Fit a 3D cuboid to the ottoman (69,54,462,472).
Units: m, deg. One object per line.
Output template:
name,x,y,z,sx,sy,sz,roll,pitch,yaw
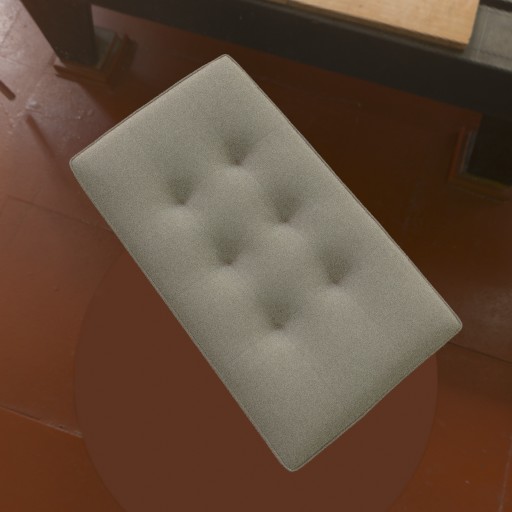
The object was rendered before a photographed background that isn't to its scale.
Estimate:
ottoman,0.000,0.000,1.499,0.648,0.508,1.143,-37,79,-8
